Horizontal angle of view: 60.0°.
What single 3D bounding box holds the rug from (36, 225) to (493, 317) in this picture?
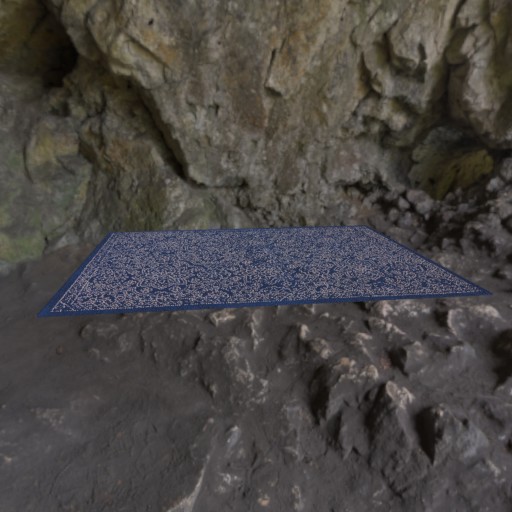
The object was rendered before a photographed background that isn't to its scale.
[{"bbox_3d":[0.000,0.000,4.072,3.048,0.010,2.438,-2,16,-7],"label":"rug"}]
